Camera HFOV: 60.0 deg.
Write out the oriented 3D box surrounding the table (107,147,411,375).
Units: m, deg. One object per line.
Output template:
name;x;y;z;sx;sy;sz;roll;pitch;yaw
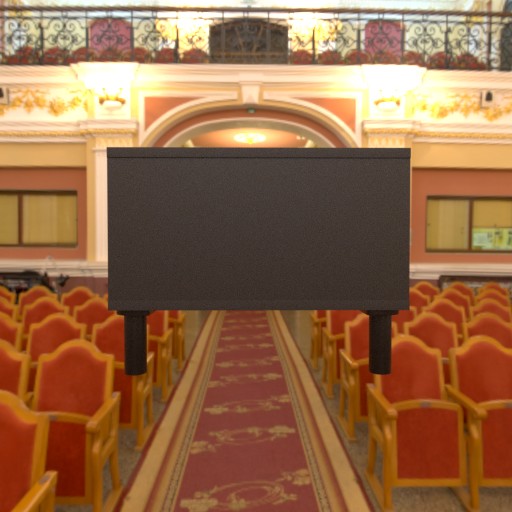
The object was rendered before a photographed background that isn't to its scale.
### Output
table;0.000;0.000;1.318;0.550;0.400;1.100;0;1;-1
